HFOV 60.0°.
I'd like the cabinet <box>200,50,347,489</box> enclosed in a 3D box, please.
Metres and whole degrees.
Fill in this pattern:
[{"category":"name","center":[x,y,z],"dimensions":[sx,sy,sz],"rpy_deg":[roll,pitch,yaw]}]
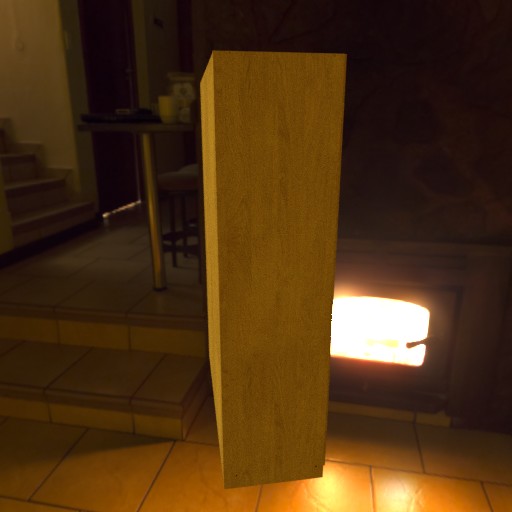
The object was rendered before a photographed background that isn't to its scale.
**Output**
[{"category":"cabinet","center":[0.000,0.000,2.482],"dimensions":[0.510,1.910,1.290],"rpy_deg":[-3,17,-9]}]
